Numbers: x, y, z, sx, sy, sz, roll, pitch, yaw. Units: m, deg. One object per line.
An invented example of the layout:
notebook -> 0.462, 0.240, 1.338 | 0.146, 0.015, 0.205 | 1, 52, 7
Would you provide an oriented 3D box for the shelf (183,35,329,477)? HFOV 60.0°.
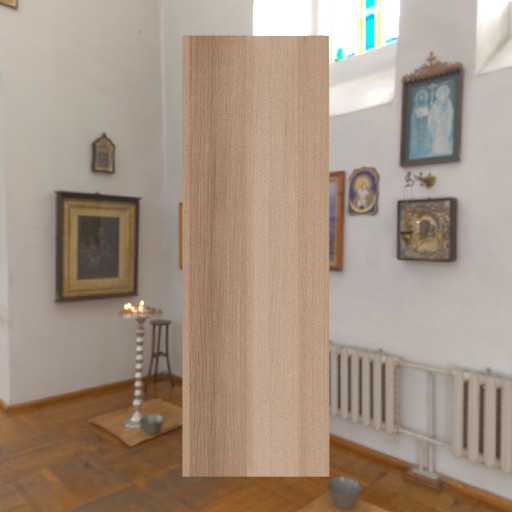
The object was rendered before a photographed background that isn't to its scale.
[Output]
shelf -> 0.000, 0.000, 1.021 | 0.290, 0.872, 0.290 | 0, 0, 0
